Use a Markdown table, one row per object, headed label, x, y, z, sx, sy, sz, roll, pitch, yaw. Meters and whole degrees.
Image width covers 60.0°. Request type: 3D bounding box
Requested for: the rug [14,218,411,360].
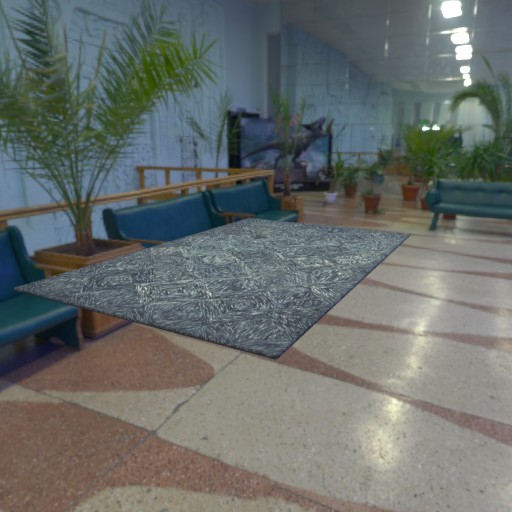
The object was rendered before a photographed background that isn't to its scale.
| label | x | y | z | sx | sy | sz | roll | pitch | yaw |
| --- | --- | --- | --- | --- | --- | --- | --- | --- | --- |
| rug | 0.000 | 0.000 | 2.850 | 1.478 | 0.017 | 2.330 | 8 | 17 | 28 |
